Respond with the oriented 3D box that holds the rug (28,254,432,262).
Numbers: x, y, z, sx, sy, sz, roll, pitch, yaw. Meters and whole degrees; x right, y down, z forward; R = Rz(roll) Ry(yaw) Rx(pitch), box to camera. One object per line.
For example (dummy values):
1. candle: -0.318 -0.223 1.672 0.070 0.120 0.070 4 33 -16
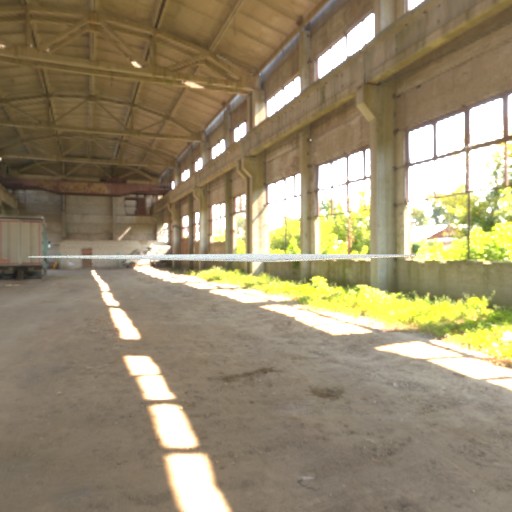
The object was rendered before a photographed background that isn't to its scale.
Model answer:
1. rug: 0.000 0.000 4.074 2.363 0.012 2.980 1 1 36
